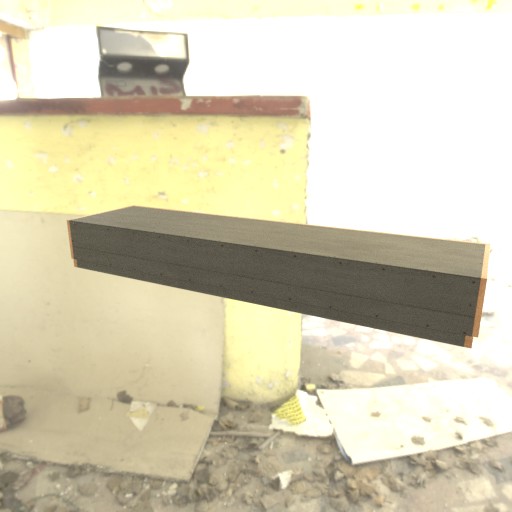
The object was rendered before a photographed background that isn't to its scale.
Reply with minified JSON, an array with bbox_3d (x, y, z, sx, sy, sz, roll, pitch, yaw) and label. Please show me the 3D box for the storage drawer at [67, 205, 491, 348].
[{"bbox_3d":[0.000,0.000,2.200,2.032,0.264,0.538,9,19,27],"label":"storage drawer"}]
